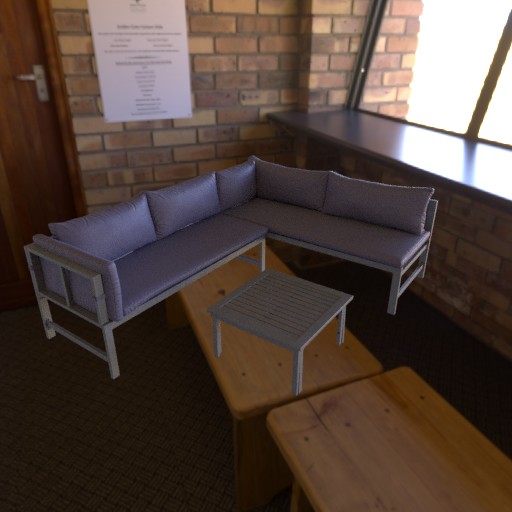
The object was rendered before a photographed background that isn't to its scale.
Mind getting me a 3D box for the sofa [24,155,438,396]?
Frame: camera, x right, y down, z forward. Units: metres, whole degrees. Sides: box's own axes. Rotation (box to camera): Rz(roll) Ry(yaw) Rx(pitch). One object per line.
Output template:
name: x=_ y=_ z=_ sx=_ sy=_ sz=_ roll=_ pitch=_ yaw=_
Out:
sofa: x=0.000 y=0.000 z=2.917 sx=1.658 sy=0.762 sz=2.149 roll=18 pitch=31 yaw=32
